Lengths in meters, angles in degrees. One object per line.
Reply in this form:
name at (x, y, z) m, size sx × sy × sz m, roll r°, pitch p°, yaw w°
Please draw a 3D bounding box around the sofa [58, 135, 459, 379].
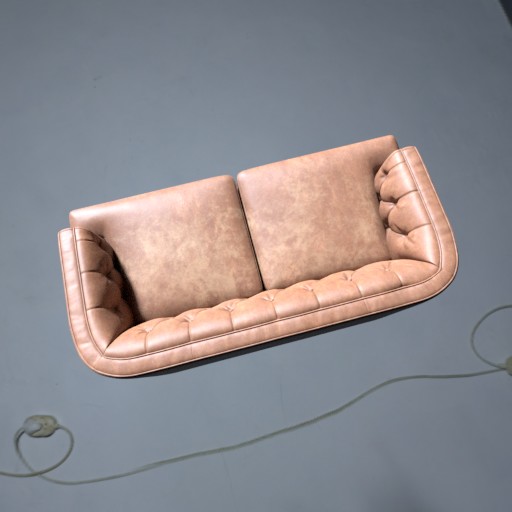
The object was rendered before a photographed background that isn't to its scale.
sofa at (0.000, 0.000, 2.268) m, size 1.755 × 0.786 × 0.914 m, roll -14°, pitch 77°, yaw -3°
